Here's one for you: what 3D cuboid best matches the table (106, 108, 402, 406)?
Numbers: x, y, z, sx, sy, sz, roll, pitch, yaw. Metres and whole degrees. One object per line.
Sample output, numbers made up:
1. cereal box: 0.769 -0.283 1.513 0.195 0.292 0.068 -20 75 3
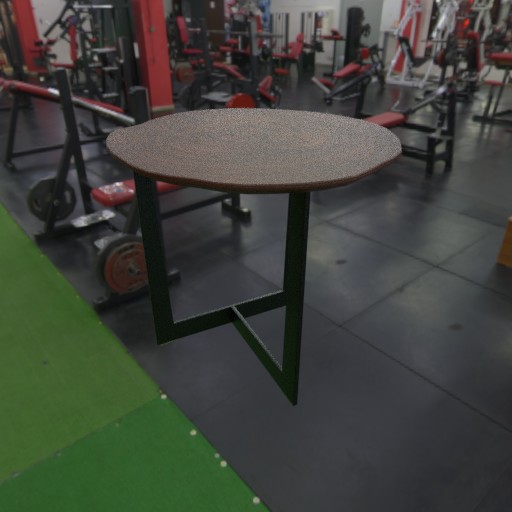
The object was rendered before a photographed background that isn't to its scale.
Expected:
1. table: 0.000 0.000 0.878 0.477 0.476 0.494 -21 35 -32
